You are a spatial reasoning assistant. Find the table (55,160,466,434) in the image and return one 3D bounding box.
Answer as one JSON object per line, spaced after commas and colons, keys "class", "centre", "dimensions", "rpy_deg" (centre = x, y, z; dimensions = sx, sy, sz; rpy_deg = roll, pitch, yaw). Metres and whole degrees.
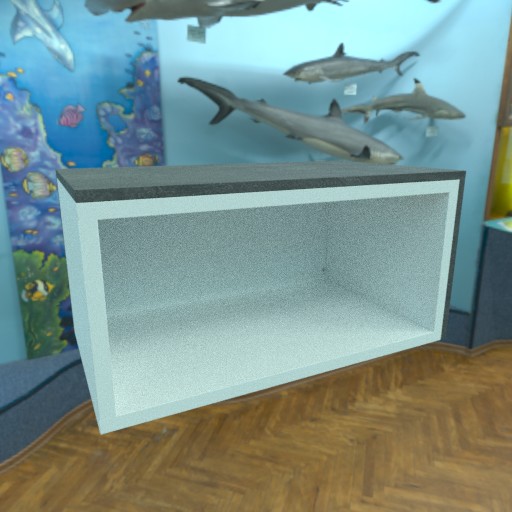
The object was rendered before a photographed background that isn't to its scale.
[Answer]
{"class": "table", "centre": [0.000, 0.000, 0.914], "dimensions": [0.700, 0.350, 0.400], "rpy_deg": [-7, 17, -26]}
